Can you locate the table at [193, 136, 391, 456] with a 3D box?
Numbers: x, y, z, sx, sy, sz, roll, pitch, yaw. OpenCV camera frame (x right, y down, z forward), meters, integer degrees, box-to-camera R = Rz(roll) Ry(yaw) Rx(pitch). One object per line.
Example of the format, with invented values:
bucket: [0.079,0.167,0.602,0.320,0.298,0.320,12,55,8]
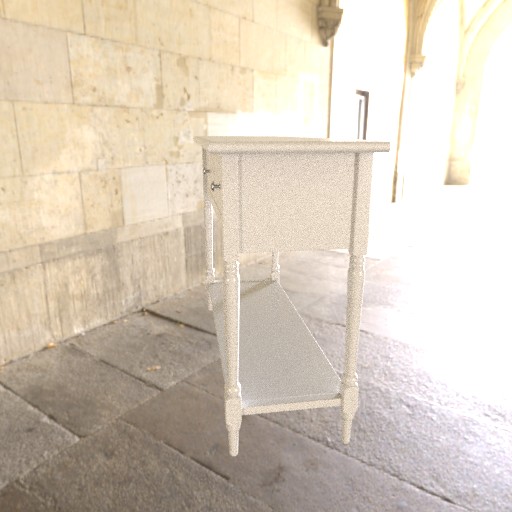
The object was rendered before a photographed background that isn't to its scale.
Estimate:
table: [0.000,0.000,1.567,0.384,0.808,1.197,-2,16,-9]
